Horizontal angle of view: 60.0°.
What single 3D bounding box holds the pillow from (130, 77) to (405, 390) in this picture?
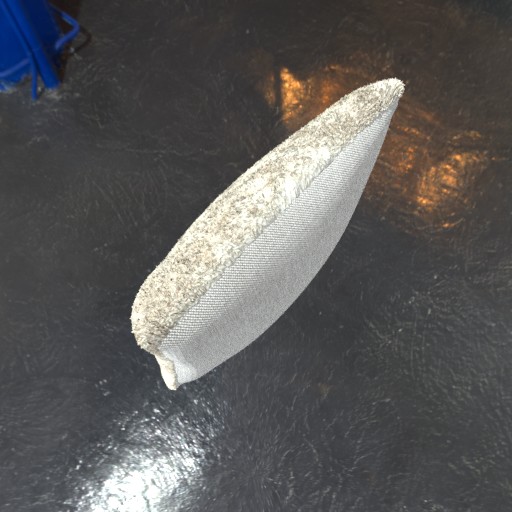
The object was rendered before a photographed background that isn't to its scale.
[{"bbox_3d":[0.000,0.000,0.797,0.218,0.515,0.529,37,69,17],"label":"pillow"}]
